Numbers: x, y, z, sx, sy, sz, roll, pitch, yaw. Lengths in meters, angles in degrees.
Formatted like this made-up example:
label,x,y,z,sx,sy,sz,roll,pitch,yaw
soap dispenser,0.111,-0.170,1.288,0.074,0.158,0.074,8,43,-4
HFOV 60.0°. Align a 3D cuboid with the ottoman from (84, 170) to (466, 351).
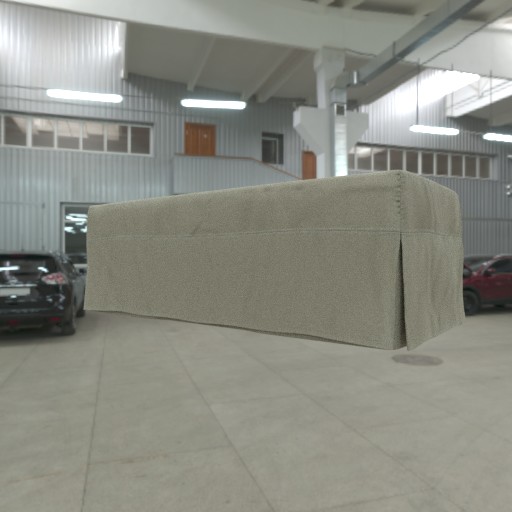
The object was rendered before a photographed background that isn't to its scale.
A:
label,x,y,z,sx,sy,sz,roll,pitch,yaw
ottoman,0.000,0.000,1.708,1.388,0.457,0.665,0,0,37
